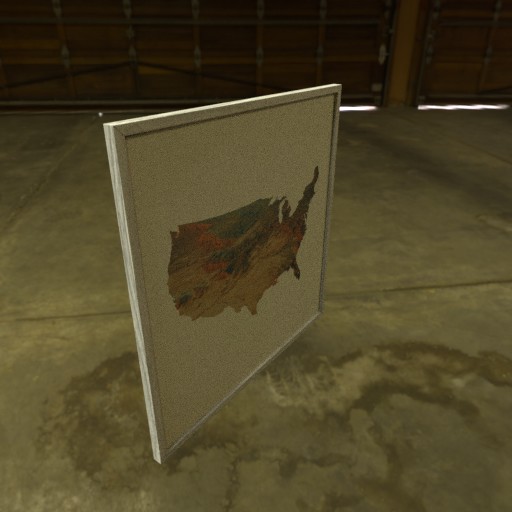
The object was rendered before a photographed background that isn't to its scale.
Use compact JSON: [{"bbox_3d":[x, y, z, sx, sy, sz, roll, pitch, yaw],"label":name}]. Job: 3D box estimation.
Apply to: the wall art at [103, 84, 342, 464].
[{"bbox_3d":[0.000,0.000,0.751,0.016,0.507,0.508,19,32,32],"label":"wall art"}]
